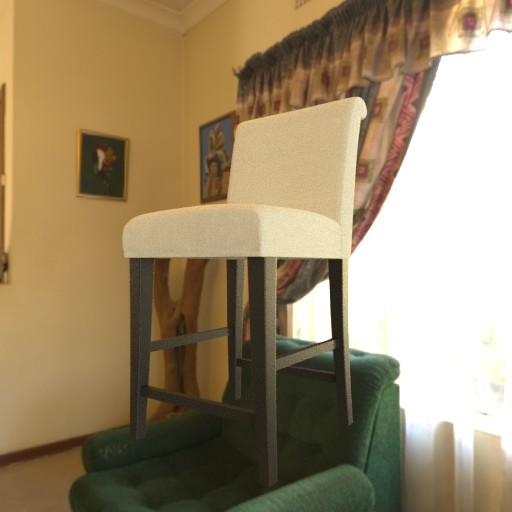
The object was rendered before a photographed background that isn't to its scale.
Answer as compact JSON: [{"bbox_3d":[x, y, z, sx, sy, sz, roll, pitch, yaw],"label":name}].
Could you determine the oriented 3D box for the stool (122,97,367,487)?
[{"bbox_3d":[0.000,0.000,1.278,0.452,0.976,0.597,-1,-1,35],"label":"stool"}]
